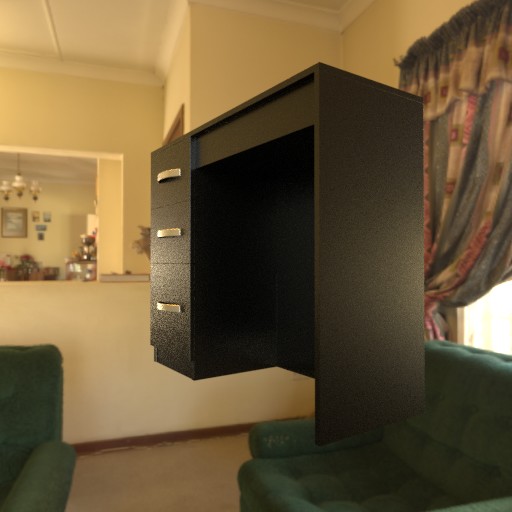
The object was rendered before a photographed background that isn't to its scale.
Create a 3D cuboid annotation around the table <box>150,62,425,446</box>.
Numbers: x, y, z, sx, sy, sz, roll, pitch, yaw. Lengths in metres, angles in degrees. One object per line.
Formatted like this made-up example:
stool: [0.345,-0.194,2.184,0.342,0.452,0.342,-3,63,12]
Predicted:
table: [0.000,0.000,1.385,0.380,0.790,0.930,0,-1,-35]
